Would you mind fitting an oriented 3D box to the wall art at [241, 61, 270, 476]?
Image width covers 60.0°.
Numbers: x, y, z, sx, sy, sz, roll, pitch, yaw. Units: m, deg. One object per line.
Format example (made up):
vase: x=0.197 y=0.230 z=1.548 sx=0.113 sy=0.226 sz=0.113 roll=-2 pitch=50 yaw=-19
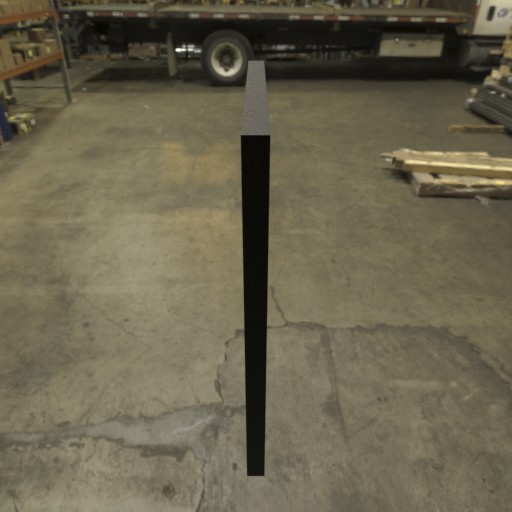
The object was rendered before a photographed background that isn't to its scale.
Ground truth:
wall art: x=0.000 y=0.000 z=0.767 sx=0.029 sy=0.559 sz=0.457 roll=0 pitch=32 yaw=0
